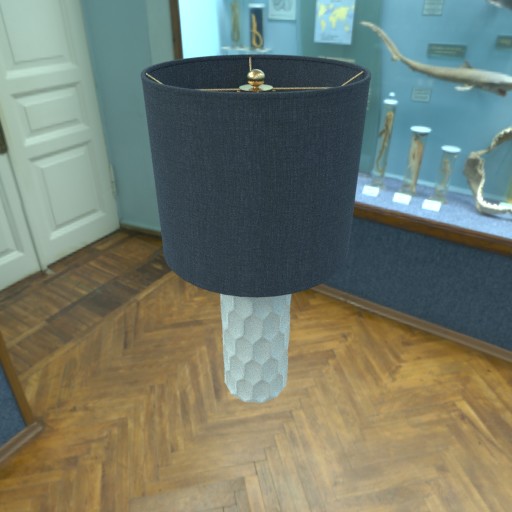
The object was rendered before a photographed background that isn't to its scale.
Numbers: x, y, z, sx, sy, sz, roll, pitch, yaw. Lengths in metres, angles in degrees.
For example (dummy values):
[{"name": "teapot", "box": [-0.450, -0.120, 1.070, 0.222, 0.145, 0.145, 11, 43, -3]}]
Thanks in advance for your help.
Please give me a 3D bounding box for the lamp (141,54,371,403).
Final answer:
[{"name": "lamp", "box": [0.000, 0.000, 0.684, 0.277, 0.537, 0.277, 20, 37, 29]}]
